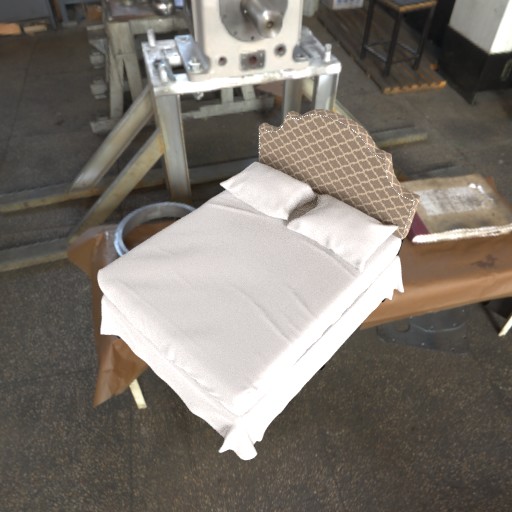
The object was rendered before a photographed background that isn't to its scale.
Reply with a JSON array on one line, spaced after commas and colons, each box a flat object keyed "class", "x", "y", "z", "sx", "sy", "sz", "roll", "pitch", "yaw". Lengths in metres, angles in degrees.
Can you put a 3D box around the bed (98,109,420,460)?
[{"class": "bed", "x": 0.000, "y": 0.000, "z": 3.492, "sx": 1.780, "sy": 1.633, "sz": 2.222, "roll": 34, "pitch": 55, "yaw": 28}]
